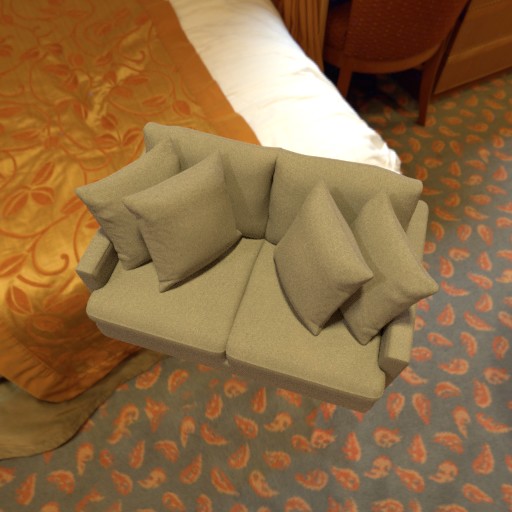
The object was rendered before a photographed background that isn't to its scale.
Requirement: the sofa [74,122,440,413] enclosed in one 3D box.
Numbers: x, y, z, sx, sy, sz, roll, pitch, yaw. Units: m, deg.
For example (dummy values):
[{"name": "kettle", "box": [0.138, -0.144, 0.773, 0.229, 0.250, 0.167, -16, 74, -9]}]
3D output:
[{"name": "sofa", "box": [0.000, 0.000, 2.643, 1.869, 1.080, 1.228, 14, 60, 8]}]
